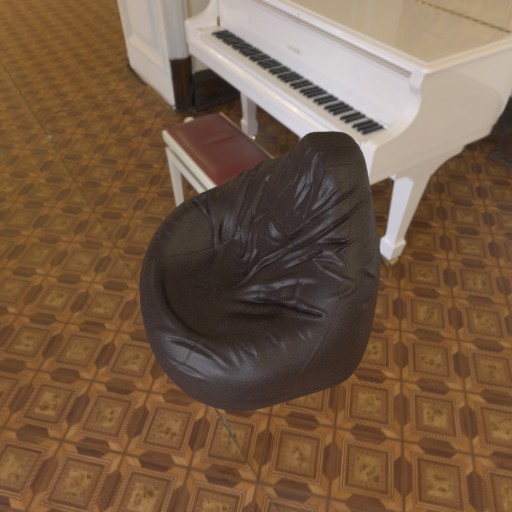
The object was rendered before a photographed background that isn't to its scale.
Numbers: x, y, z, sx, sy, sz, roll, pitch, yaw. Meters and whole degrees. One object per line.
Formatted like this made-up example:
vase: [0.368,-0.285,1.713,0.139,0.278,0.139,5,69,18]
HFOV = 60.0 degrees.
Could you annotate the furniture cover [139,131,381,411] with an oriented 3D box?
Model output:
furniture cover: [0.000,0.000,1.922,1.070,0.990,1.070,-15,48,-14]
